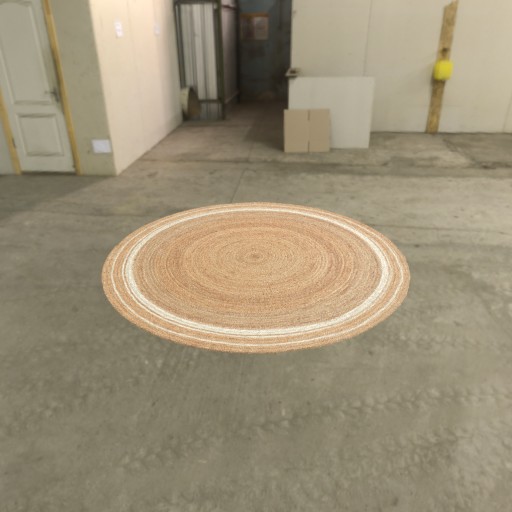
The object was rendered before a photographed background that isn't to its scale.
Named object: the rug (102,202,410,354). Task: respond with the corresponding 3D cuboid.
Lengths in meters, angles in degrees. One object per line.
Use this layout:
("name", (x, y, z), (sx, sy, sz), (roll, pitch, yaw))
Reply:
("rug", (0.000, 0.000, 3.676), (2.444, 0.015, 2.444), (0, 28, 0))
